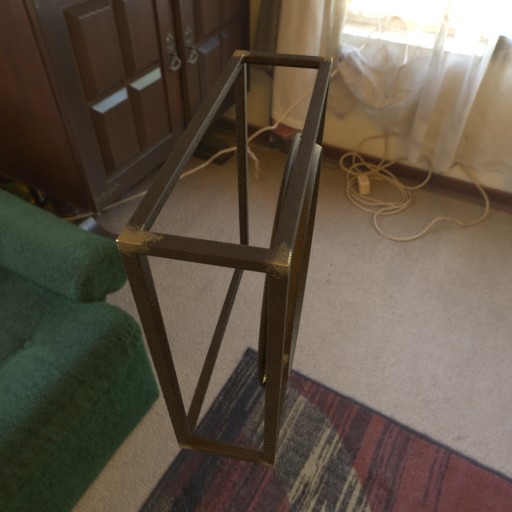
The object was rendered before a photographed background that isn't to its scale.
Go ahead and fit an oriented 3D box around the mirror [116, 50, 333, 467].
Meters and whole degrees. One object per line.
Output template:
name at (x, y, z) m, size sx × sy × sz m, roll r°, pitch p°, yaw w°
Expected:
mirror at (0.000, 0.000, 0.468) m, size 0.107 × 0.303 × 0.306 m, roll 8°, pitch 46°, yaw 8°
